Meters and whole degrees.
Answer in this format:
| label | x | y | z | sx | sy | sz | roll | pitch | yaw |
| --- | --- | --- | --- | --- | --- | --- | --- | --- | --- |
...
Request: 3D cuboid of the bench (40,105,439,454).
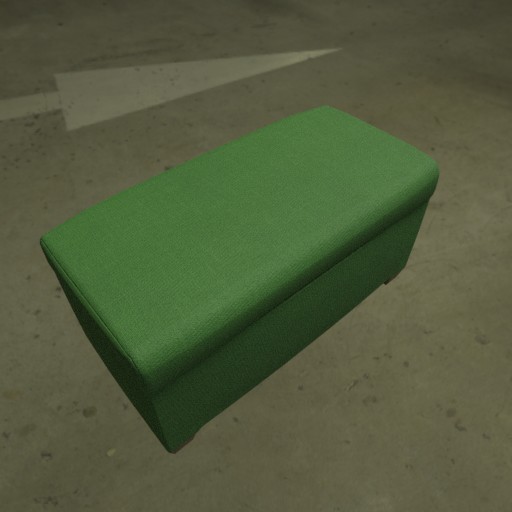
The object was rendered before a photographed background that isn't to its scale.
| label | x | y | z | sx | sy | sz | roll | pitch | yaw |
| --- | --- | --- | --- | --- | --- | --- | --- | --- | --- |
| bench | 0.000 | 0.000 | 1.295 | 0.989 | 0.501 | 0.505 | -32 | 54 | -27 |
